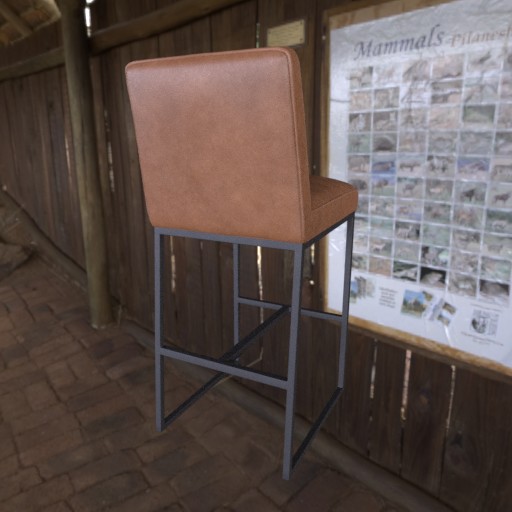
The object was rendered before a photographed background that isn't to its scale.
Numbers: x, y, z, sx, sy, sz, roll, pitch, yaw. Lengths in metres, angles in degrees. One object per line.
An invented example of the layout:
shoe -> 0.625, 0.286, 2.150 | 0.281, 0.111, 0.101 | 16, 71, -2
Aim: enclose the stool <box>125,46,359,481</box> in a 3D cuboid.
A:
stool -> 0.000, 0.000, 1.310 | 0.458, 1.040, 0.556 | 8, 17, 27
